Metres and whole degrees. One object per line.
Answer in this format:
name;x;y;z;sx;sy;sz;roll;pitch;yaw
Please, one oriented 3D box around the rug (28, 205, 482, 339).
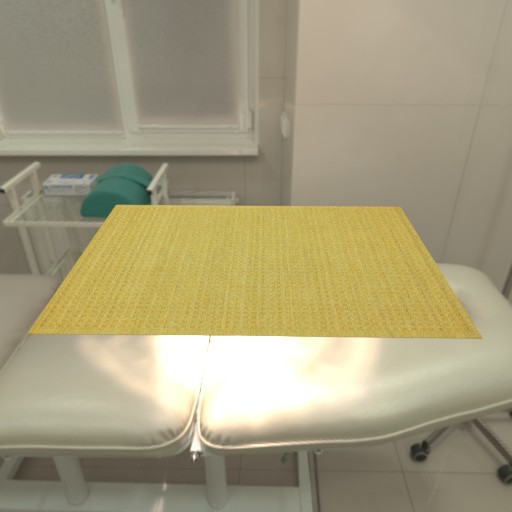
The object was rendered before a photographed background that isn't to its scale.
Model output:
rug;0.000;0.000;3.670;2.895;0.006;1.981;0;31;1
